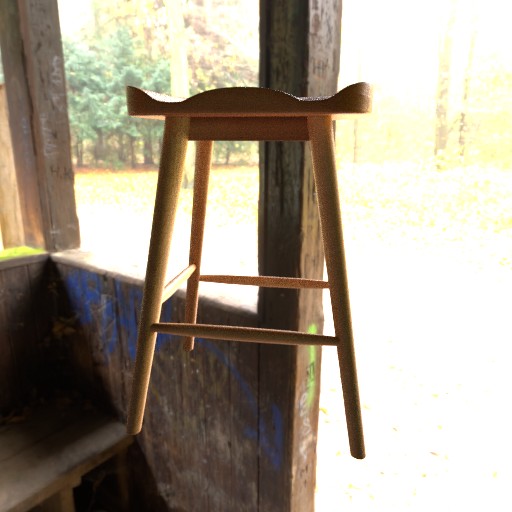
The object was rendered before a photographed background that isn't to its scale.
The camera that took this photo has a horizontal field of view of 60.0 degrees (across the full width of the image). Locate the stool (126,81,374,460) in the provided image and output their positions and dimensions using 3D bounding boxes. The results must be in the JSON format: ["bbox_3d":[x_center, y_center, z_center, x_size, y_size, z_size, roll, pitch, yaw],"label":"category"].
[{"bbox_3d":[0.000,0.000,0.881,0.440,0.615,0.361,2,15,9],"label":"stool"}]
